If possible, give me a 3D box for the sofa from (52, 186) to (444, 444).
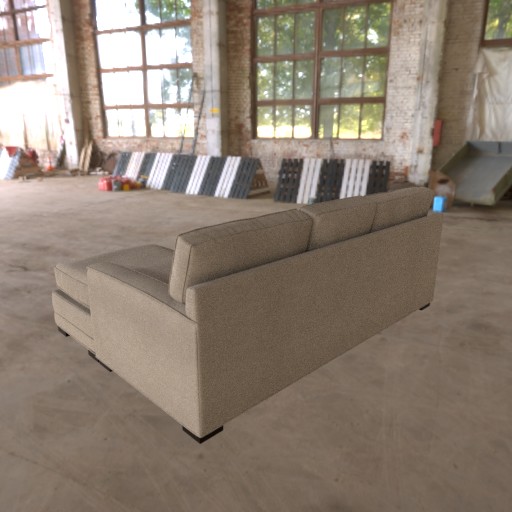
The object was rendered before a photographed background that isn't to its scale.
[{"bbox_3d":[0.000,0.000,2.855,2.087,0.861,1.496,-15,22,-42],"label":"sofa"}]
